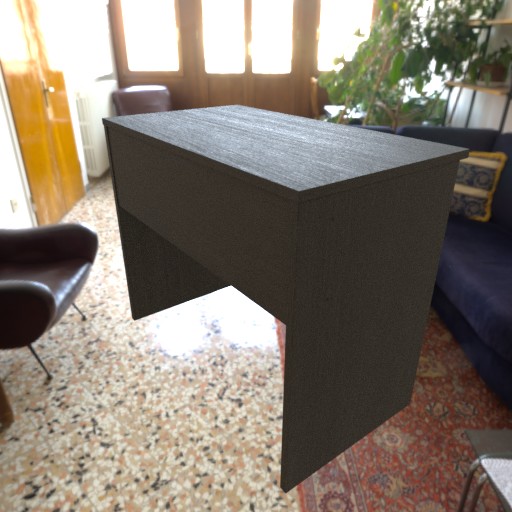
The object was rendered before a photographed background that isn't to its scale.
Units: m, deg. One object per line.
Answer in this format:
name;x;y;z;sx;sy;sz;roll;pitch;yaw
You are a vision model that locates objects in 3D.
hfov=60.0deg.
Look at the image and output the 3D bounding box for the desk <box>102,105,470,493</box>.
desk;0.000;0.000;1.312;0.498;0.724;0.893;-18;32;-32
